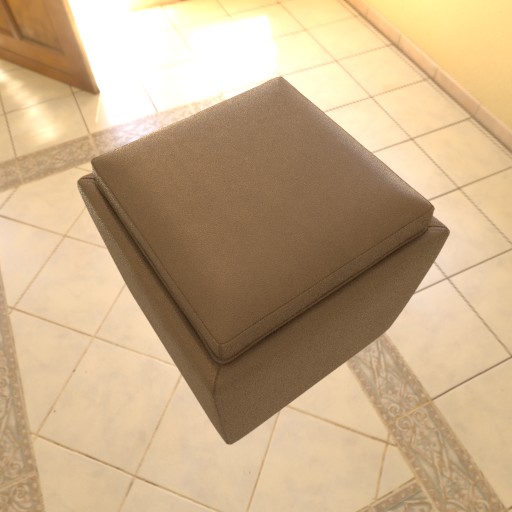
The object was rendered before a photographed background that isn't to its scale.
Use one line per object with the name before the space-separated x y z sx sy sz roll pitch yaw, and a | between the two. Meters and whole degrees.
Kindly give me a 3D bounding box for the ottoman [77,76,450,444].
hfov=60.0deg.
ottoman | 0.000 0.000 0.840 0.450 0.460 0.451 -31 62 -18
